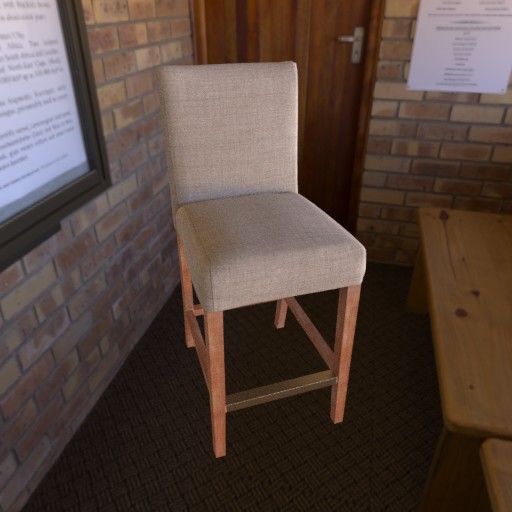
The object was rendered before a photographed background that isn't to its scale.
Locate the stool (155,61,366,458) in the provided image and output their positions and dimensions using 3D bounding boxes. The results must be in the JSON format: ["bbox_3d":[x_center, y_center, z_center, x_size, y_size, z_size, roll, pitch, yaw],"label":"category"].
[{"bbox_3d":[0.000,0.000,1.359,0.454,1.039,0.567,-9,31,-16],"label":"stool"}]
